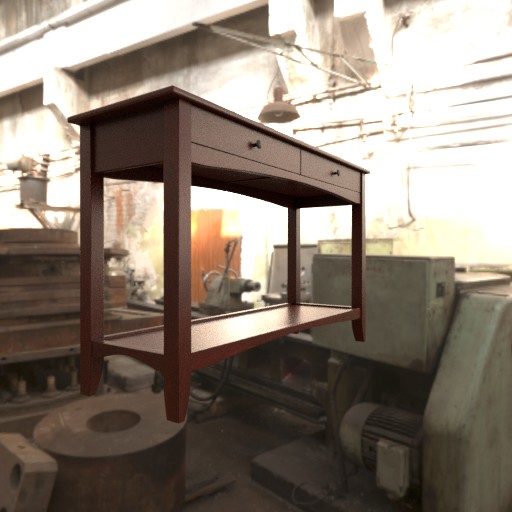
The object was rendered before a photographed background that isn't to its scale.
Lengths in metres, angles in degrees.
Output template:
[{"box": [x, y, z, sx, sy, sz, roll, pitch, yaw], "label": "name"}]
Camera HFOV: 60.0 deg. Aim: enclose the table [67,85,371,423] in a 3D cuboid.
[{"box": [0.000, 0.000, 1.548, 0.392, 0.739, 1.188, 0, 0, 35], "label": "table"}]
